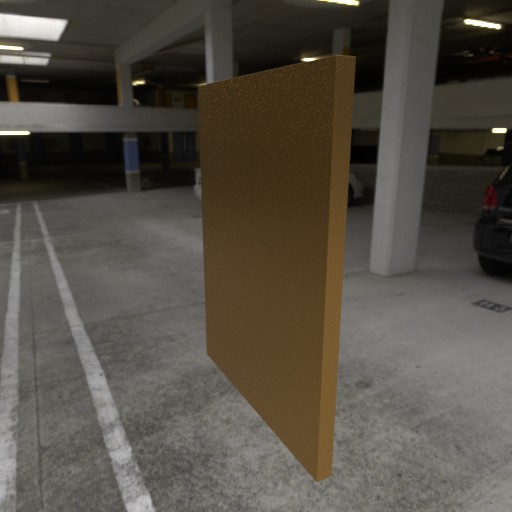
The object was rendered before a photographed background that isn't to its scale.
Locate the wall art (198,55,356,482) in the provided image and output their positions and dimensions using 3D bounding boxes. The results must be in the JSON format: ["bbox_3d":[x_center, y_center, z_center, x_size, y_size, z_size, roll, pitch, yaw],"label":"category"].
[{"bbox_3d":[0.000,0.000,1.068,0.038,0.812,0.610,-8,18,-27],"label":"wall art"}]
